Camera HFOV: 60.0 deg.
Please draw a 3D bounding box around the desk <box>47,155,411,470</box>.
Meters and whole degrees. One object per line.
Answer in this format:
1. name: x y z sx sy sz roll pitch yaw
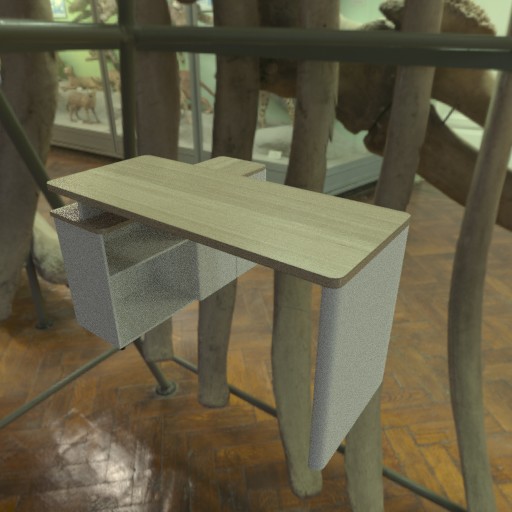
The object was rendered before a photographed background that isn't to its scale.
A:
1. desk: 0.000 0.000 2.124 1.400 0.770 1.175 19 33 32
